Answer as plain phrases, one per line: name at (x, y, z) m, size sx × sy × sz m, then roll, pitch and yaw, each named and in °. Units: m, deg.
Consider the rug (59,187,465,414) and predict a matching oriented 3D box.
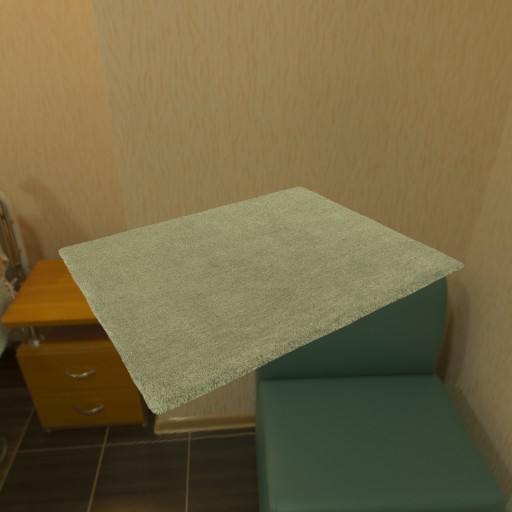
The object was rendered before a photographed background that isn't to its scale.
rug at (0.000, 0.000, 4.003) m, size 2.933 × 0.027 × 2.332 m, roll -19°, pitch 35°, yaw -29°
